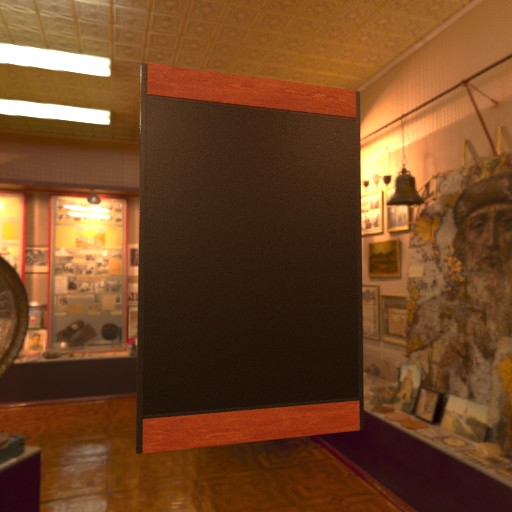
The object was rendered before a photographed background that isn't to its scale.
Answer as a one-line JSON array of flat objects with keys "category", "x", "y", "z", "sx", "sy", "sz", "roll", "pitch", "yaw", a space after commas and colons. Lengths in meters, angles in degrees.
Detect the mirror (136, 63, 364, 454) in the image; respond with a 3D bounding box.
[{"category": "mirror", "x": 0.000, "y": 0.000, "z": 1.025, "sx": 0.525, "sy": 0.823, "sz": 0.047, "roll": 1, "pitch": -3, "yaw": -16}]
